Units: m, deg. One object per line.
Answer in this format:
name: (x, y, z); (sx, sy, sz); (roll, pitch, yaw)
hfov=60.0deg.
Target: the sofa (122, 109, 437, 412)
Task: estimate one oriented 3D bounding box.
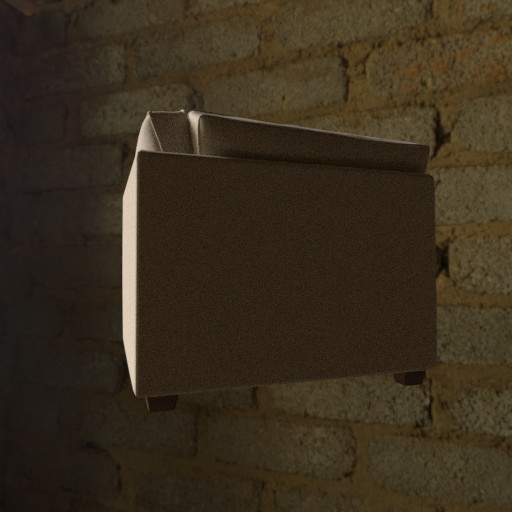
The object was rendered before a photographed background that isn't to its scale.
sofa: (0.000, 0.000, 1.872); (1.050, 0.937, 1.042); (0, -1, -19)
